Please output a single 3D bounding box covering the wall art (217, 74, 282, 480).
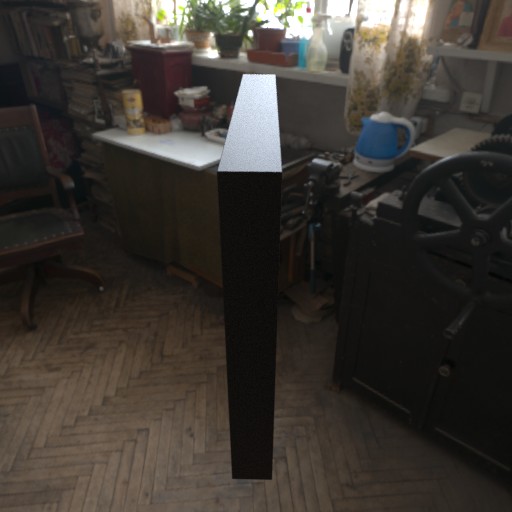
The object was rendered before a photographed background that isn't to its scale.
[{"bbox_3d":[0.000,0.000,0.463,0.038,0.304,0.304,1,32,1],"label":"wall art"}]
